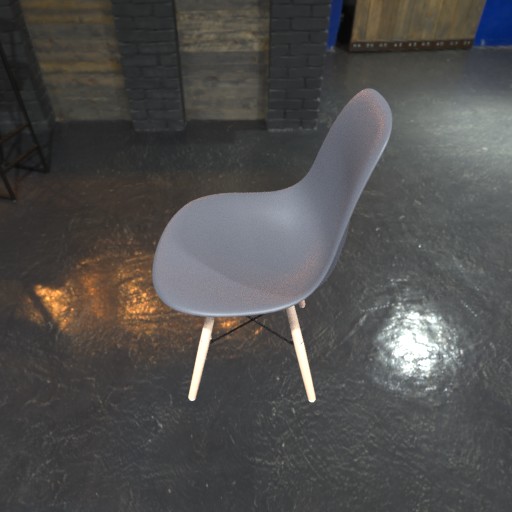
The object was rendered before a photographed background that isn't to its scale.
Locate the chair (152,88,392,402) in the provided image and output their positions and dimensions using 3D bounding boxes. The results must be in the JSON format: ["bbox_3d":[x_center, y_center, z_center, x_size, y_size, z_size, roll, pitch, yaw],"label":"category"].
[{"bbox_3d":[0.000,0.000,1.169,0.533,0.826,0.470,0,43,0],"label":"chair"}]
